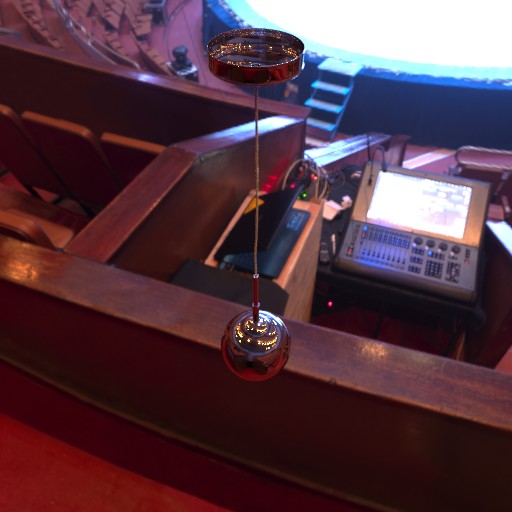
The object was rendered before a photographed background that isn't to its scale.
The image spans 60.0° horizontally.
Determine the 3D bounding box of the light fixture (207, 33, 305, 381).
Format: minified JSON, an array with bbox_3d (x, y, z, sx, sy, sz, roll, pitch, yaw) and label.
[{"bbox_3d":[0.000,0.000,1.677,0.336,1.538,0.336,11,47,11],"label":"light fixture"}]
